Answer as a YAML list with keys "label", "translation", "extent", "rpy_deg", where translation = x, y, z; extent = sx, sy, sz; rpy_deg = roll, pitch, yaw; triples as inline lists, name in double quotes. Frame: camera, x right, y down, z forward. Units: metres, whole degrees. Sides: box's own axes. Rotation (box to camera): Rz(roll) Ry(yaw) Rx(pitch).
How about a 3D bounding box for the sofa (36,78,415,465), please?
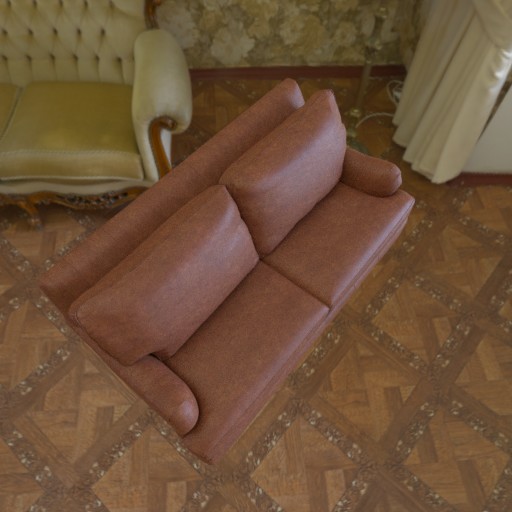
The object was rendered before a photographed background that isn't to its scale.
- label: "sofa"
  translation: [0.000, 0.000, 2.762]
  extent: [1.147, 1.071, 2.144]
  rpy_deg: [35, 64, 20]
